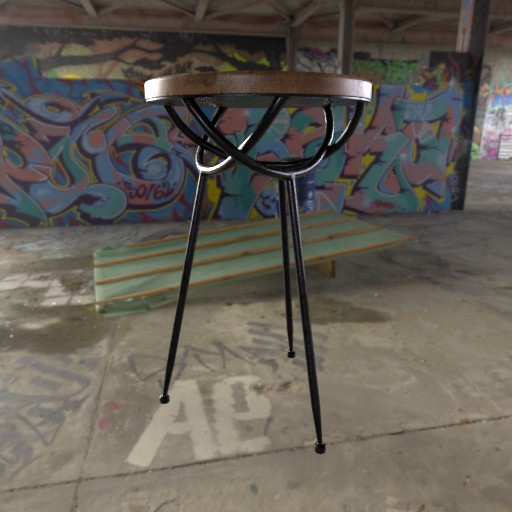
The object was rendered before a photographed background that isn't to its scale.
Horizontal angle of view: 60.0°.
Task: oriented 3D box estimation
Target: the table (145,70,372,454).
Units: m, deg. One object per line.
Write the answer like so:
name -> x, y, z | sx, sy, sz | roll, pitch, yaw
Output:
table -> 0.000, 0.000, 0.915 | 0.418, 0.664, 0.414 | 2, 16, 8
